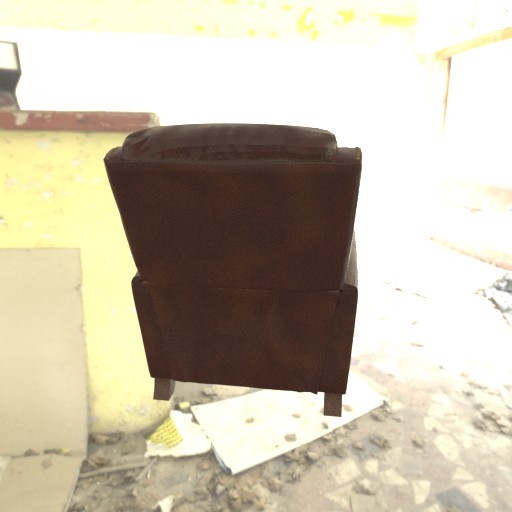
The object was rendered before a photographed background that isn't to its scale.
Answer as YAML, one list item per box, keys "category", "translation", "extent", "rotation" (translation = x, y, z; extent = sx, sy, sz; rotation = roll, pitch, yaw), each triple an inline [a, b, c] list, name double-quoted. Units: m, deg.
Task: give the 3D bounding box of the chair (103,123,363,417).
- category: "chair"
  translation: [0.000, 0.000, 1.830]
  extent: [0.826, 1.022, 1.089]
  rotation: [2, 15, 9]
